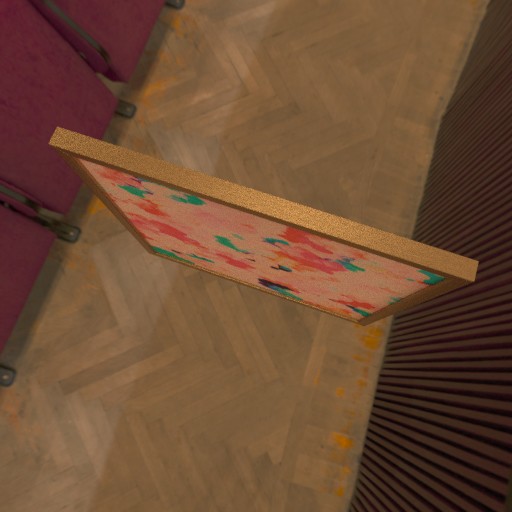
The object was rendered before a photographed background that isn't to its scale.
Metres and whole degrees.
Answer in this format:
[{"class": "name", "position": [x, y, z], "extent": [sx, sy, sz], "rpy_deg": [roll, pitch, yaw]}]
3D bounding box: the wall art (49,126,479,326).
[{"class": "wall art", "position": [0.000, 0.000, 1.130], "extent": [0.767, 0.765, 0.036], "rpy_deg": [18, 76, 5]}]
